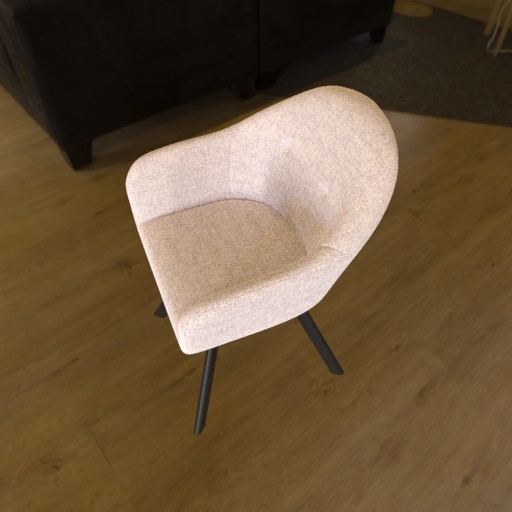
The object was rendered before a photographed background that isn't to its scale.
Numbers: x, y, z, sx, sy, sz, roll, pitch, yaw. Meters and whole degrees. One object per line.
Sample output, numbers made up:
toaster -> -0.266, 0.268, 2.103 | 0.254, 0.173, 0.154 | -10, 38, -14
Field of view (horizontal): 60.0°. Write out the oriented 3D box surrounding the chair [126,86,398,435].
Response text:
chair -> 0.000, 0.000, 1.172 | 0.570, 0.780, 0.540 | -18, 49, -16
